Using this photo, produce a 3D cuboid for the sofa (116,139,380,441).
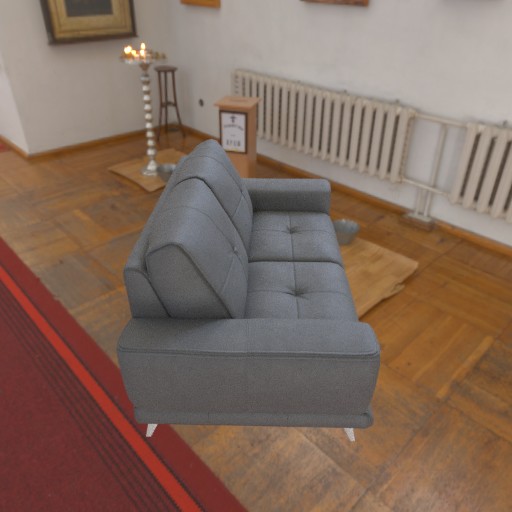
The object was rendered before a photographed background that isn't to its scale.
[{"bbox_3d":[0.000,0.000,2.428,1.018,0.907,1.806,1,31,1],"label":"sofa"}]
